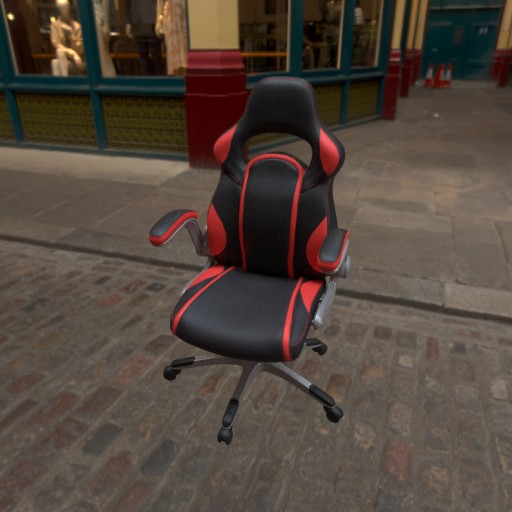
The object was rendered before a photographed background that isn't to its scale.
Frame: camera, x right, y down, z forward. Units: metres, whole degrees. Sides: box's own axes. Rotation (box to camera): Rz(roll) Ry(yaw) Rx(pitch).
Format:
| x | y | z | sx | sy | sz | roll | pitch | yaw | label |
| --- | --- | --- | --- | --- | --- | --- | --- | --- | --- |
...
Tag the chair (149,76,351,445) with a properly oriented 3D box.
| x | y | z | sx | sy | sz | roll | pitch | yaw | label |
| --- | --- | --- | --- | --- | --- | --- | --- | --- | --- |
| 0.000 | 0.000 | 1.600 | 0.758 | 1.165 | 0.712 | 9 | 27 | 17 | chair |
